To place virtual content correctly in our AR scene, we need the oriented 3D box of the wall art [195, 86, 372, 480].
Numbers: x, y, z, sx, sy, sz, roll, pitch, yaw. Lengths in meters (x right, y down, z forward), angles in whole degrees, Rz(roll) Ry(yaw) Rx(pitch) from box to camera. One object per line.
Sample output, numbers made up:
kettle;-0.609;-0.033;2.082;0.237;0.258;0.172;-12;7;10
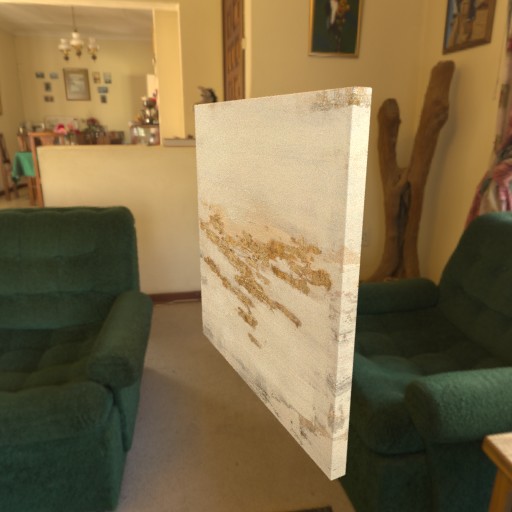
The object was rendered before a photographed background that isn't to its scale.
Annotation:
wall art;0.000;0.000;1.129;0.038;0.755;0.753;-8;18;-26
